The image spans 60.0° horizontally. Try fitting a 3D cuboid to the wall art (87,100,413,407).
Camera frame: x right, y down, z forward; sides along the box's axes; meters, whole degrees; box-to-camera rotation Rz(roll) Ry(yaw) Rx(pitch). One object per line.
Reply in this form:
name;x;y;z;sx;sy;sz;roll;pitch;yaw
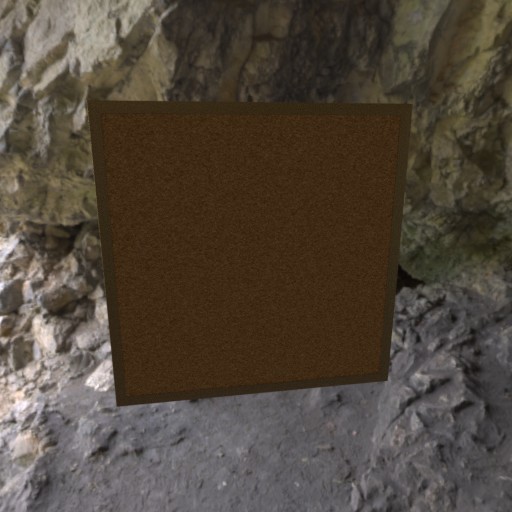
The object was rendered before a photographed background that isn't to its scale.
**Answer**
wall art;0.000;0.000;0.467;0.304;0.305;0.038;-3;16;-9
